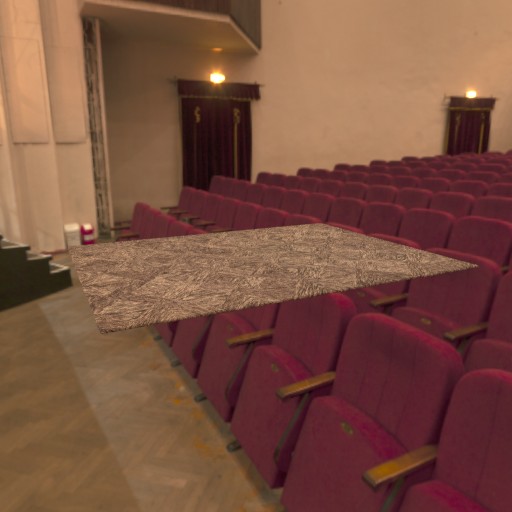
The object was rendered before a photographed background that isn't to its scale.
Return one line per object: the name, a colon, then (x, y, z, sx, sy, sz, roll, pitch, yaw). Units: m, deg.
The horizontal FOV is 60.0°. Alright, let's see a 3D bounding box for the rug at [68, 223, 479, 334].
rug: (0.000, 0.000, 4.280, 3.204, 0.017, 2.448, -7, 16, -26)
